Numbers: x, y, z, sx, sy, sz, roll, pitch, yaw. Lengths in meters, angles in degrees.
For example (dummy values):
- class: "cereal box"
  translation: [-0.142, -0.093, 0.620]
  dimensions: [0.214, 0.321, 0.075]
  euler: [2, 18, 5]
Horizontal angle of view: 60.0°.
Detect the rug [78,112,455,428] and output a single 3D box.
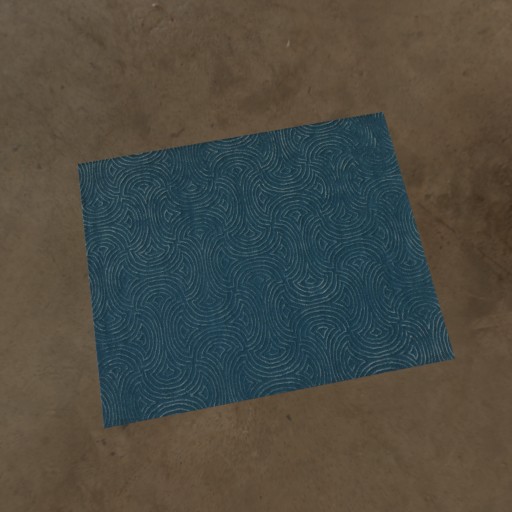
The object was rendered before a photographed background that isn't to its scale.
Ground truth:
- class: "rug"
  translation: [0.000, 0.000, 4.040]
  dimensions: [3.033, 0.012, 2.432]
  euler: [-10, 76, -3]
